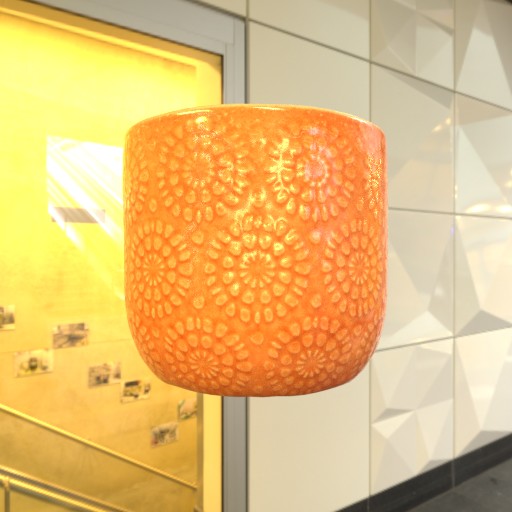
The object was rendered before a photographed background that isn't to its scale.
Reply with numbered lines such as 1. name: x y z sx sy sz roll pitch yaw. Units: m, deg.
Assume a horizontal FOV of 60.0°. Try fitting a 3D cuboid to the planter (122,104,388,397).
1. planter: 0.000 0.000 0.290 0.170 0.152 0.170 0 0 0
